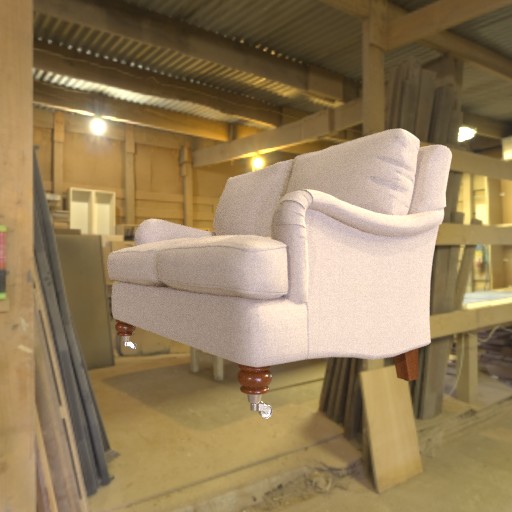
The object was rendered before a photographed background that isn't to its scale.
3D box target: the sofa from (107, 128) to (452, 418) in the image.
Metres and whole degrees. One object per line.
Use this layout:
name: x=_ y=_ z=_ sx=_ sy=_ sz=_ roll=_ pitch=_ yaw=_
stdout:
sofa: x=0.000 y=0.000 z=2.187 sx=1.087 sy=1.048 sz=1.508 roll=0 pitch=-1 yaw=-34
